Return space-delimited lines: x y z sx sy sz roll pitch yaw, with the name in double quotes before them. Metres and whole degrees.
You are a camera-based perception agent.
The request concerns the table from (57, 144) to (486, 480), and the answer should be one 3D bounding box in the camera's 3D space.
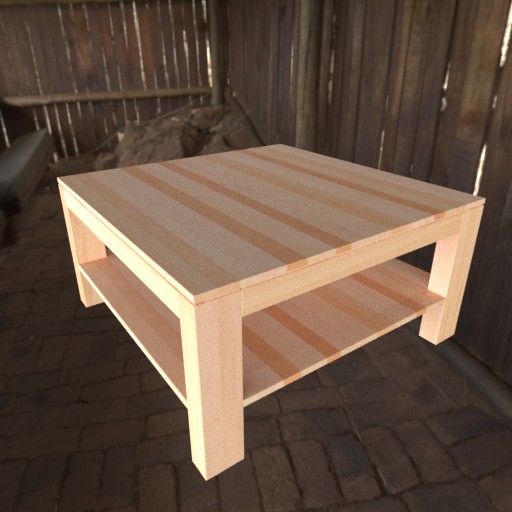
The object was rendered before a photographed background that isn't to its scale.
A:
"table" 0.000 0.000 1.401 0.900 0.450 0.900 -17 30 -32
